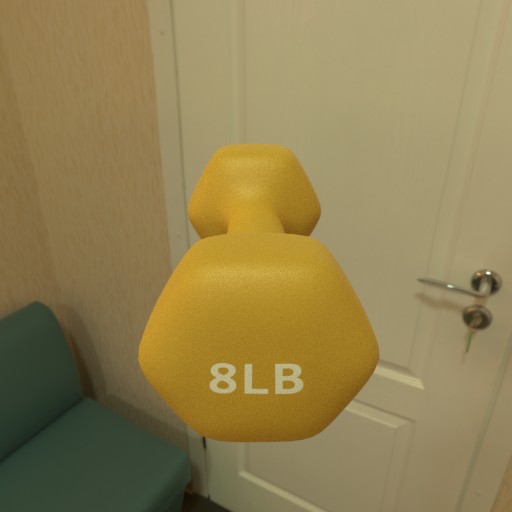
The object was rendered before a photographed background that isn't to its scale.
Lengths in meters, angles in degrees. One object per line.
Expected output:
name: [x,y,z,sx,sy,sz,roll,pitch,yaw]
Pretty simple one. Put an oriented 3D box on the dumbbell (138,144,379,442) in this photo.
dumbbell: [0.000,0.000,0.235,0.090,0.082,0.190,0,27,0]
